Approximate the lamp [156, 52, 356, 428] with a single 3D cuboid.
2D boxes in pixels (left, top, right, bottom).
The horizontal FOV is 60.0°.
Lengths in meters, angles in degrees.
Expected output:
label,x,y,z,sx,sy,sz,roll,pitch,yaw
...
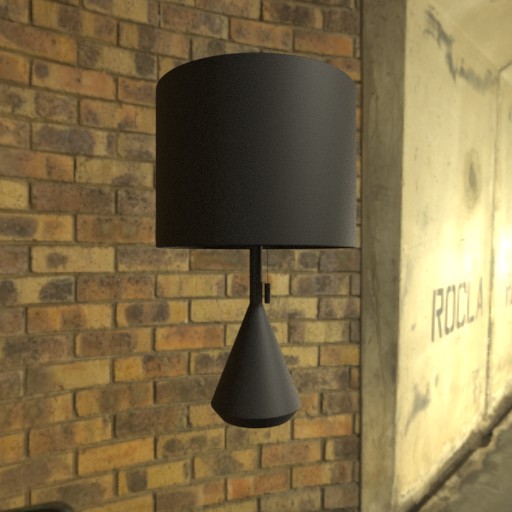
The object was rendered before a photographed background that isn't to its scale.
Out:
label,x,y,z,sx,sy,sz,roll,pitch,yaw
lamp,0.000,0.000,0.813,0.359,0.584,0.359,0,0,-16
